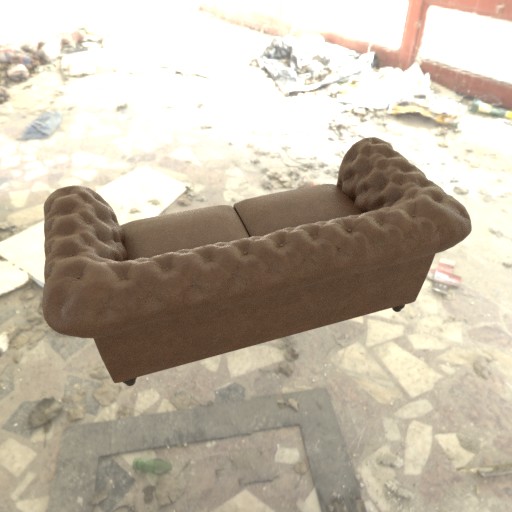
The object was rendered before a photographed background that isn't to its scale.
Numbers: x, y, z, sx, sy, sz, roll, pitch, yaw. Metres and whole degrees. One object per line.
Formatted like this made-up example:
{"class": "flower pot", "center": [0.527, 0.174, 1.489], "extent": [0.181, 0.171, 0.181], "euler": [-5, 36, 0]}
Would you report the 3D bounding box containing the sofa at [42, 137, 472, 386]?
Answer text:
{"class": "sofa", "center": [0.000, 0.000, 2.431], "extent": [2.048, 0.784, 0.955], "euler": [-12, 42, -14]}
